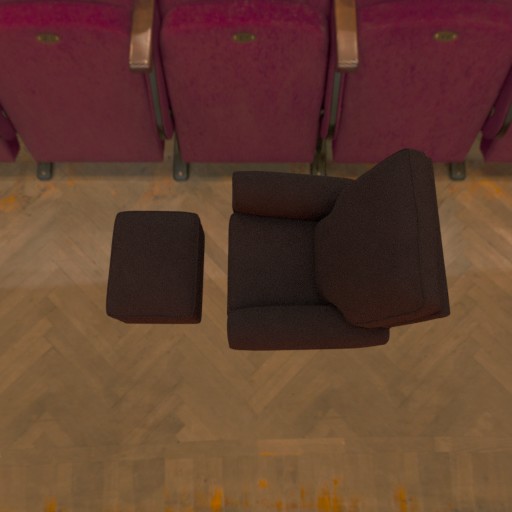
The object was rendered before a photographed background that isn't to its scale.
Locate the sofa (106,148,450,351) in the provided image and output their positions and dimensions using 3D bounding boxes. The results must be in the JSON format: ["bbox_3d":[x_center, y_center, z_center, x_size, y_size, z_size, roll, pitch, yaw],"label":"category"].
[{"bbox_3d":[0.000,0.000,2.105,1.478,0.959,0.880,0,73,0],"label":"sofa"}]
